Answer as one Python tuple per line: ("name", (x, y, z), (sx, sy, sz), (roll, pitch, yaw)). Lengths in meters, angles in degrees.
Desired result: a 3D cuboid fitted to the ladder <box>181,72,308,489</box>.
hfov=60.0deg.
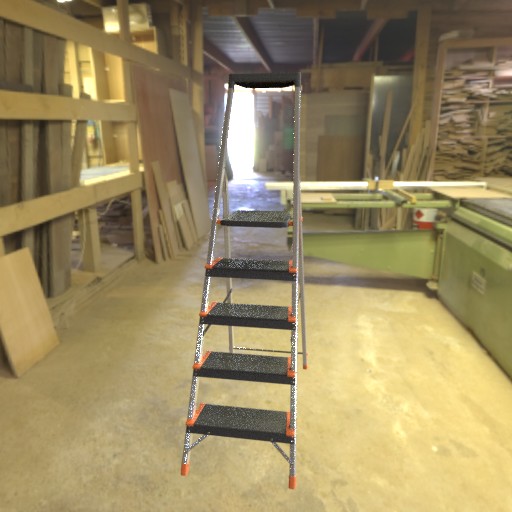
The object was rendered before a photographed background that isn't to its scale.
("ladder", (0.000, 0.000, 2.063), (0.480, 1.646, 0.995), (2, 15, 9))
